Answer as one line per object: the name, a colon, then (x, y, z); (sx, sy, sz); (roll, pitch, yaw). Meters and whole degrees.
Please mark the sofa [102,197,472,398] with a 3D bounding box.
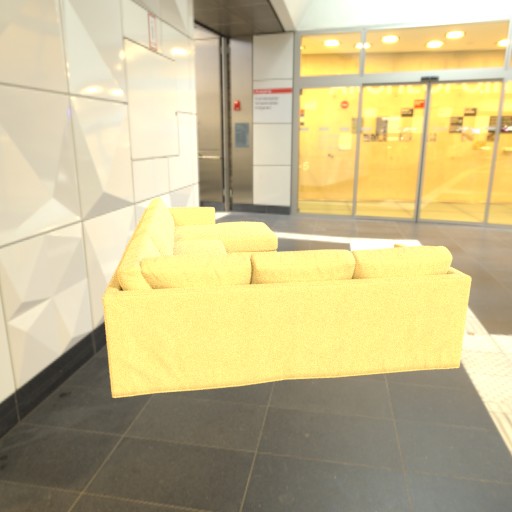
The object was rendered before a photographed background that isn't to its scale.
sofa: (0.000, 0.000, 4.520); (2.427, 0.882, 3.460); (-2, 15, -9)
